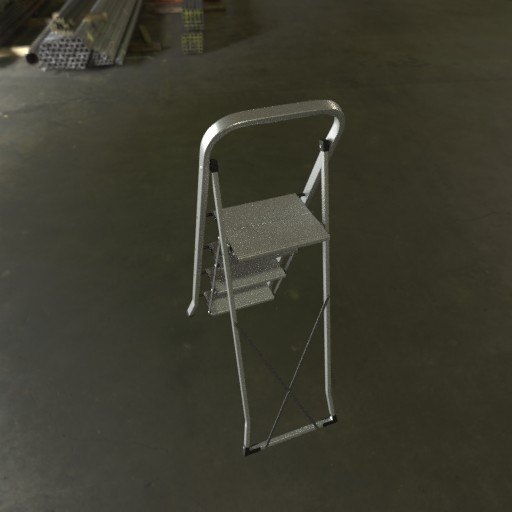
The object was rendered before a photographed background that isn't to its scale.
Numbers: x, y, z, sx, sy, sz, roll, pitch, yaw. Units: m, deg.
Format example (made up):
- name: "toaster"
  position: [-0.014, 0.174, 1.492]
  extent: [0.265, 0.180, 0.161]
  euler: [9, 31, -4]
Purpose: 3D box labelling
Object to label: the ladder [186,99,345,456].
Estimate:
- name: "ladder"
  position: [0.000, 0.000, 1.668]
  extent: [0.465, 1.290, 0.830]
  euler: [-14, 42, -16]
